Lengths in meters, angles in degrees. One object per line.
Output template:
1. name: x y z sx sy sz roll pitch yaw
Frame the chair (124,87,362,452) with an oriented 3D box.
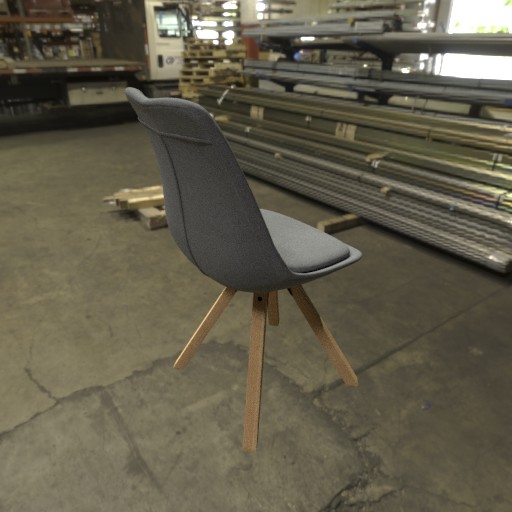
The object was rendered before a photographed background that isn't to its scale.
1. chair: 0.000 0.000 1.191 0.549 0.863 0.474 -18 32 -32
